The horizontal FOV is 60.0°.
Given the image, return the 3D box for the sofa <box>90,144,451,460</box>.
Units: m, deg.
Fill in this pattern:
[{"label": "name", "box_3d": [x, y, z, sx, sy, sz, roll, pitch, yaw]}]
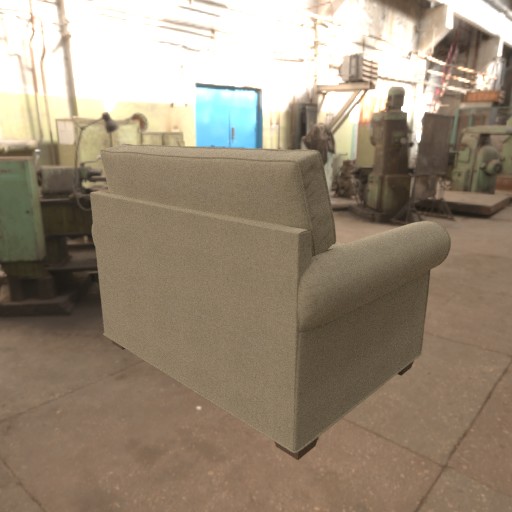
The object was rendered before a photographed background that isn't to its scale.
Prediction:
[{"label": "sofa", "box_3d": [0.000, 0.000, 2.027, 1.405, 0.991, 0.936, 15, 21, 42]}]
